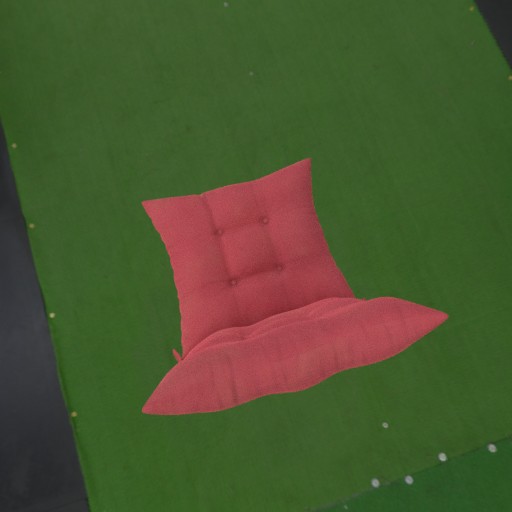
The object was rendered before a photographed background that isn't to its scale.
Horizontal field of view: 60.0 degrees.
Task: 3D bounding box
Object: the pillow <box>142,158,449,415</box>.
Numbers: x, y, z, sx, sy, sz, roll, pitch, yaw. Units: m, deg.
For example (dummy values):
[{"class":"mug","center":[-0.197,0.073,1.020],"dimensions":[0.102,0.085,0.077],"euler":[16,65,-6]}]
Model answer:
[{"class":"pillow","center":[0.000,0.000,1.000],"dimensions":[0.541,0.536,0.585],"euler":[-16,77,-4]}]
